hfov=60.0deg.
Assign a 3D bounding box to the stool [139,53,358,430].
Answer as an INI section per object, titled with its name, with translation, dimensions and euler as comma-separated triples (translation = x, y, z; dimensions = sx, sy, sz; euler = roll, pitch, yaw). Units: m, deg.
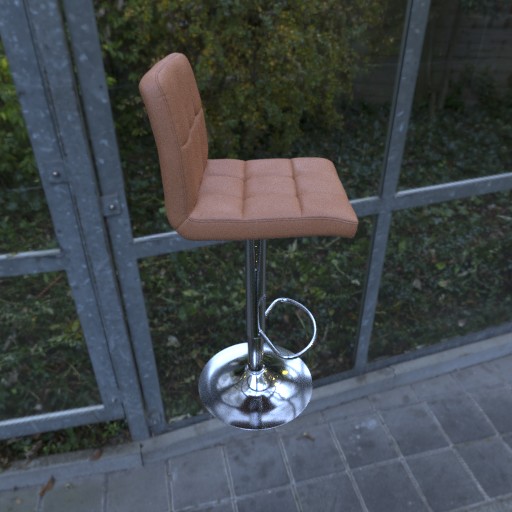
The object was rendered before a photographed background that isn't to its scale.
[stool]
translation = 0.000, 0.000, 1.370
dimensions = 0.505, 1.115, 0.430
euler = 0, 32, 0
